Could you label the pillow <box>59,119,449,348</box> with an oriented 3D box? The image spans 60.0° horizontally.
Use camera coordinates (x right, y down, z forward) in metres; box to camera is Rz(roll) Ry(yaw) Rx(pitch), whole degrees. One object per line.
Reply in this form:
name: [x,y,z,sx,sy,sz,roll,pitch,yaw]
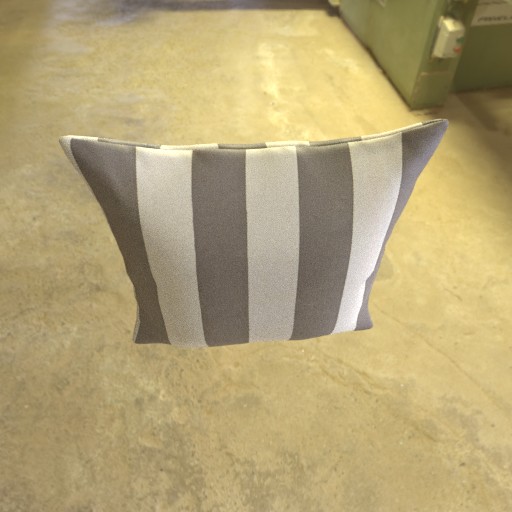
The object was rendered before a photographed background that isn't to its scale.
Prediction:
pillow: [0.000,0.000,0.773,0.522,0.507,0.192,-3,48,-3]
